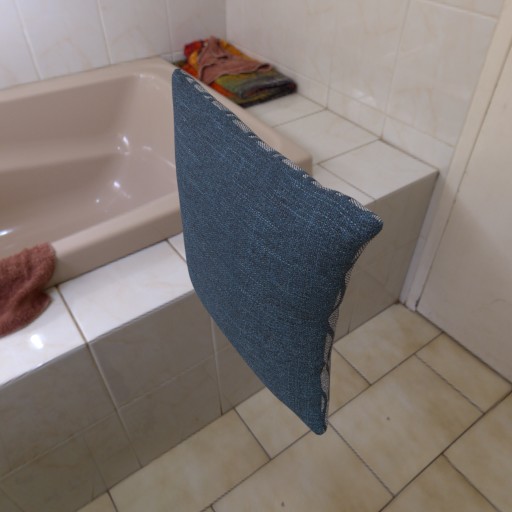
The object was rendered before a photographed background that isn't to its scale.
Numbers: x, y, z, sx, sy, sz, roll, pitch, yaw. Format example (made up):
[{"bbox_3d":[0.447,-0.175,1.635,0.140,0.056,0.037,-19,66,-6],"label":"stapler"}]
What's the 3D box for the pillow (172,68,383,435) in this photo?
[{"bbox_3d":[0.000,0.000,0.675,0.159,0.435,0.435,-24,48,-24],"label":"pillow"}]
